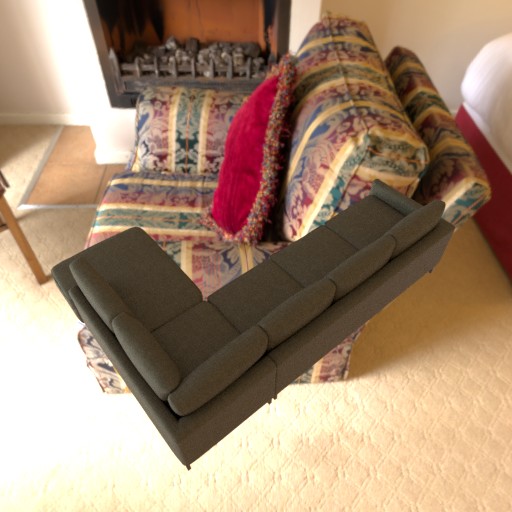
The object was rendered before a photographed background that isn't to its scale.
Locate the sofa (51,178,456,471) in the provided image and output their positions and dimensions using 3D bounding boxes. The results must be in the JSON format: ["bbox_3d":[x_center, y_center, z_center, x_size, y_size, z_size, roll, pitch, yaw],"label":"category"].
[{"bbox_3d":[0.000,0.000,3.912,2.972,0.858,1.984,-32,55,-25],"label":"sofa"}]
